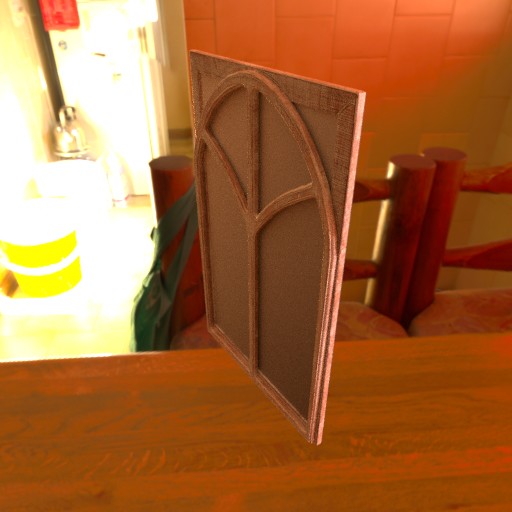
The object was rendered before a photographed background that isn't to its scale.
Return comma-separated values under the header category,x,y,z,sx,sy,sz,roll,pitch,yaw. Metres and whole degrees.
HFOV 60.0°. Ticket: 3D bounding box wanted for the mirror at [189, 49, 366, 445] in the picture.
category,x,y,z,sx,sy,sz,roll,pitch,yaw
mirror,0.000,0.000,0.989,0.058,0.787,0.495,-21,38,-29
